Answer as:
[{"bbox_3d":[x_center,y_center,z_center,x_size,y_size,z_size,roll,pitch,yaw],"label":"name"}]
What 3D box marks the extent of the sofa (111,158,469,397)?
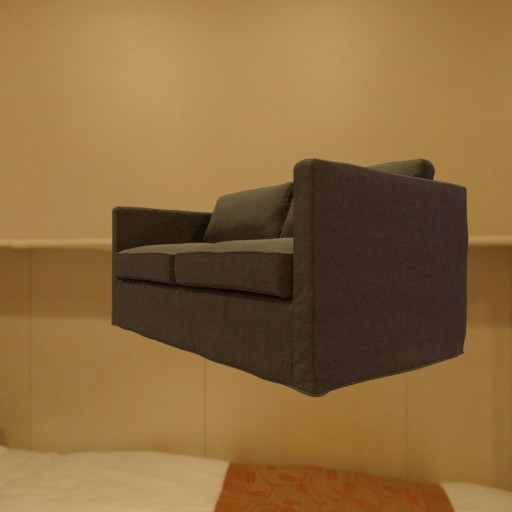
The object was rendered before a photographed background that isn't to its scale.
[{"bbox_3d":[0.000,0.000,2.321,0.974,0.854,1.802,0,0,-37],"label":"sofa"}]
